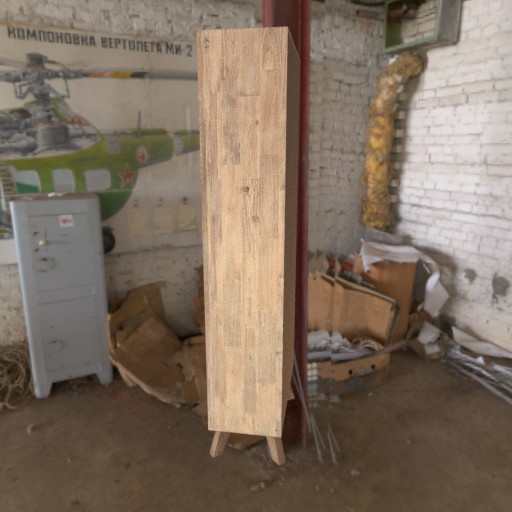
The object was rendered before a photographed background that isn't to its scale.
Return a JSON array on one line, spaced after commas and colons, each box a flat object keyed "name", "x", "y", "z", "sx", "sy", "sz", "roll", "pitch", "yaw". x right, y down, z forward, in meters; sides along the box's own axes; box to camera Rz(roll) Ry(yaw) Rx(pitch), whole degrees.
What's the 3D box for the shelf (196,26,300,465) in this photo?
[{"name": "shelf", "x": 0.000, "y": 0.000, "z": 1.551, "sx": 0.267, "sy": 1.342, "sz": 0.491, "roll": 2, "pitch": 14, "yaw": 9}]
